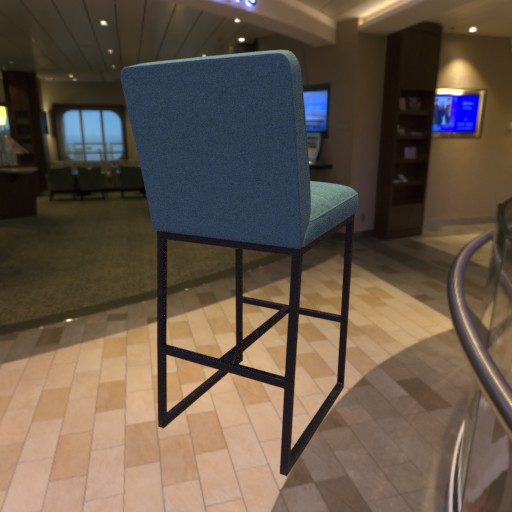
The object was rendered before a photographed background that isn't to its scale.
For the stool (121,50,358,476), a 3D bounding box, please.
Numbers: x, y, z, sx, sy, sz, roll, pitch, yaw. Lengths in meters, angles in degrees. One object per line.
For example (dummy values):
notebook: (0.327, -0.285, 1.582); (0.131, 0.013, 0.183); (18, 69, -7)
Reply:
stool: (0.000, 0.000, 1.330); (0.460, 1.040, 0.560); (8, 17, 27)
